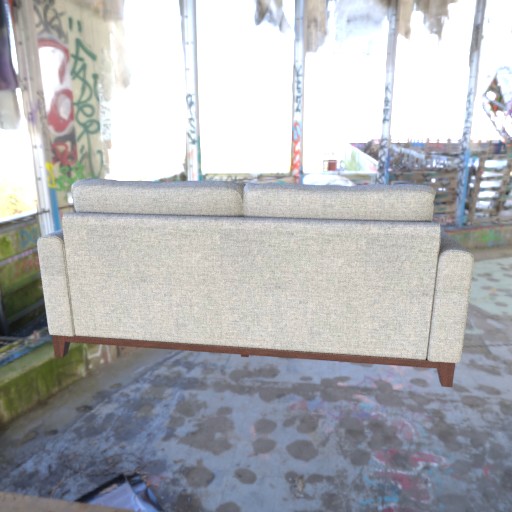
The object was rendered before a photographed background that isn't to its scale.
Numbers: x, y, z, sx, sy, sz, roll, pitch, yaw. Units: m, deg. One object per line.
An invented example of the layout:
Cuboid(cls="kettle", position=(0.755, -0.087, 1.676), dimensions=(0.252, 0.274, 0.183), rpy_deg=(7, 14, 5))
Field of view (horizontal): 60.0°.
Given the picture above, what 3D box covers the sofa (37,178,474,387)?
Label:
Cuboid(cls="sofa", position=(0.000, 0.000, 2.455), dimensions=(1.978, 0.892, 0.969), rpy_deg=(2, 16, 8))
